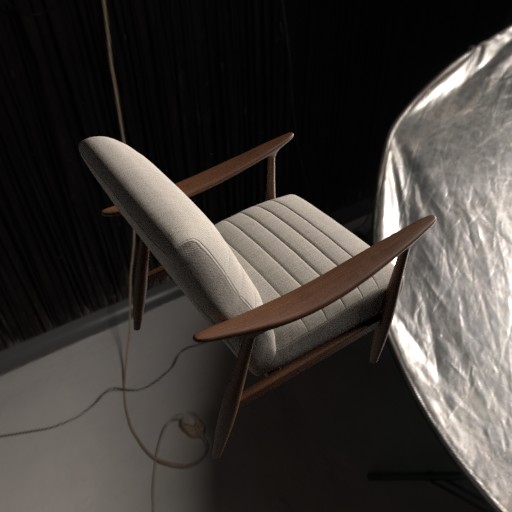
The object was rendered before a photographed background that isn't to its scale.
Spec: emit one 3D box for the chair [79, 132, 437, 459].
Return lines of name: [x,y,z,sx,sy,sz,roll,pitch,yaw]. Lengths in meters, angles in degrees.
chair: [0.000,0.000,1.431,0.798,0.832,0.741,-24,46,-26]
